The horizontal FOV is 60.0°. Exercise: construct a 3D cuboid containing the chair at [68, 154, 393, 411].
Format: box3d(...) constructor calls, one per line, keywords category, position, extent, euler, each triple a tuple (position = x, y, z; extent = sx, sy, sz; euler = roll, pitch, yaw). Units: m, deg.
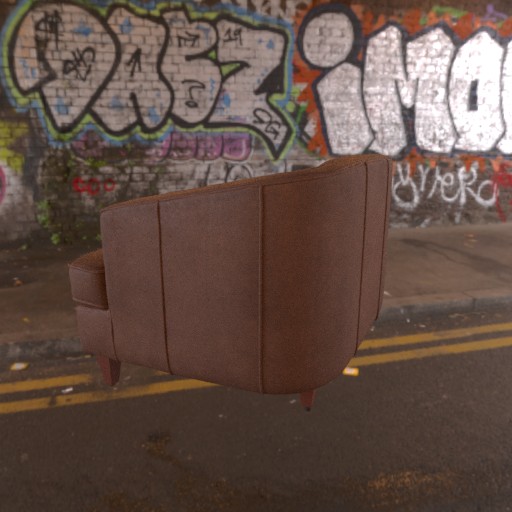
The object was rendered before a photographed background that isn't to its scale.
box3d(category="chair", position=(0.000, 0.000, 1.743), extent=(0.914, 0.787, 1.118), euler=(7, 16, 25))
